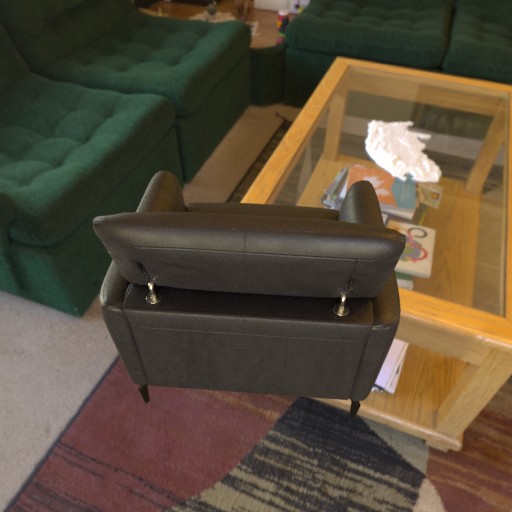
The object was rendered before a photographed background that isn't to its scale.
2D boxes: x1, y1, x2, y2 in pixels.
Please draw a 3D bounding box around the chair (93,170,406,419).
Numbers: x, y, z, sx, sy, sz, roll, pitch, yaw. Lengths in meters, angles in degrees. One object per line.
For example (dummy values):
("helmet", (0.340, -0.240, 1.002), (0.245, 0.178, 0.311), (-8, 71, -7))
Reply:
("chair", (0.000, 0.000, 1.686), (0.976, 0.949, 0.809), (3, 47, 3))
